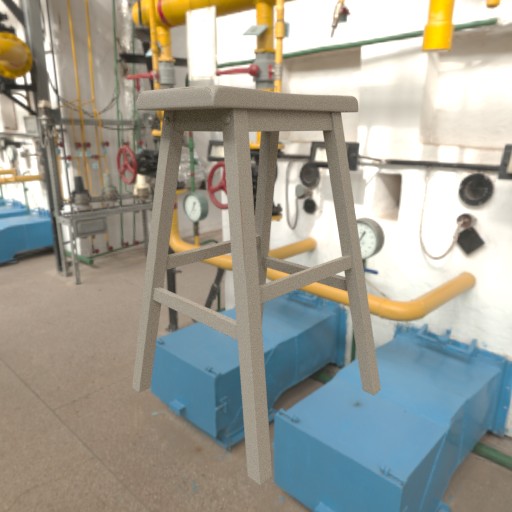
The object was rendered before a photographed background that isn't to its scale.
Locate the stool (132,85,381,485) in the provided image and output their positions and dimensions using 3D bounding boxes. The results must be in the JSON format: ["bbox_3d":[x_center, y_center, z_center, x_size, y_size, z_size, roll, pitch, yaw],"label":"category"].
[{"bbox_3d":[0.000,0.000,1.071,0.476,0.737,0.457,16,23,42],"label":"stool"}]
